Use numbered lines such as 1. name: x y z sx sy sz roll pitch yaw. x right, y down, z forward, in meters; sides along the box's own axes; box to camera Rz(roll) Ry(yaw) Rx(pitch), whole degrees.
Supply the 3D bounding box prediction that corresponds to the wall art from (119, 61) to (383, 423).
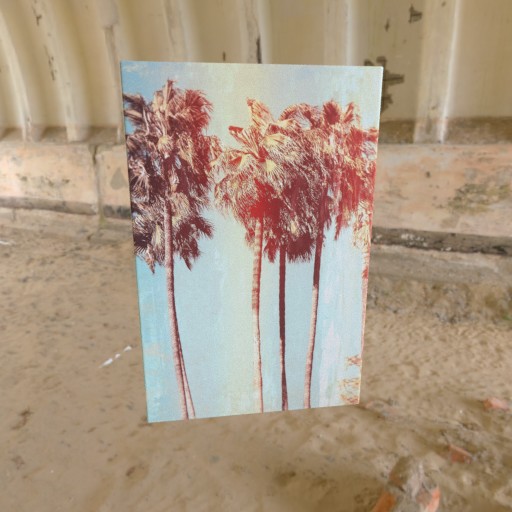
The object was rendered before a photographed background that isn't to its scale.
1. wall art: 0.000 0.000 1.142 0.605 0.915 0.037 -2 16 -8
